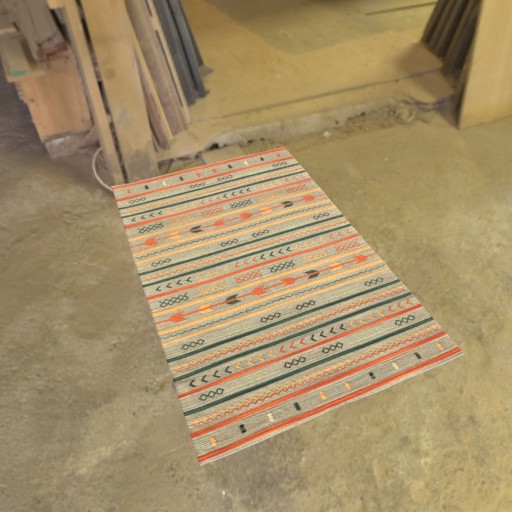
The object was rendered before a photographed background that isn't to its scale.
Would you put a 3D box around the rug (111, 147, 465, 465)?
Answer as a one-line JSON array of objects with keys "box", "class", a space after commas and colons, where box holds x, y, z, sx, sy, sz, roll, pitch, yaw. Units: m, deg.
[{"box": [0.000, 0.000, 2.374, 1.220, 0.017, 1.835, -17, 48, -16], "class": "rug"}]
